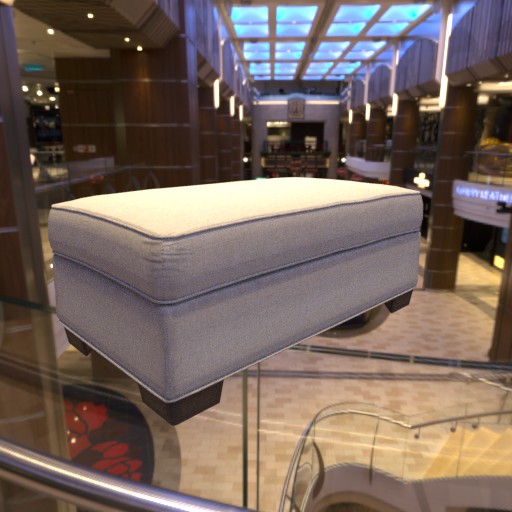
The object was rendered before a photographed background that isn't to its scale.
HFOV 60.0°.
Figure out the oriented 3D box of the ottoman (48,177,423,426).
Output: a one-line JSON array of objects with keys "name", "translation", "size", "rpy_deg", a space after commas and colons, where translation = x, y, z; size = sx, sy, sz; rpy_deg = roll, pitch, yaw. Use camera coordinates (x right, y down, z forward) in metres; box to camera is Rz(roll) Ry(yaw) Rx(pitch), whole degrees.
[{"name": "ottoman", "translation": [0.000, 0.000, 1.453], "size": [1.097, 0.461, 0.617], "rpy_deg": [-14, 20, -42]}]
